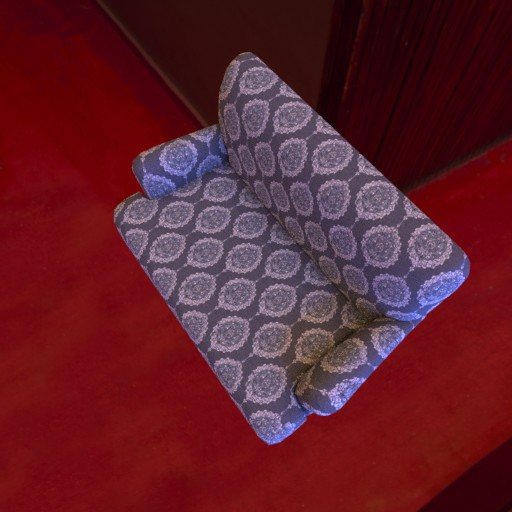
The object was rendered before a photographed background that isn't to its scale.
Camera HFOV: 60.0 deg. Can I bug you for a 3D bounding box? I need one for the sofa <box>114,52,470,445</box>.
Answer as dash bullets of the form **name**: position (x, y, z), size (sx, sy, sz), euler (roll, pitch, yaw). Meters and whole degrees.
- **sofa**: position (0.000, 0.000, 1.798), size (0.779, 0.867, 1.297), euler (-33, 68, -15)
